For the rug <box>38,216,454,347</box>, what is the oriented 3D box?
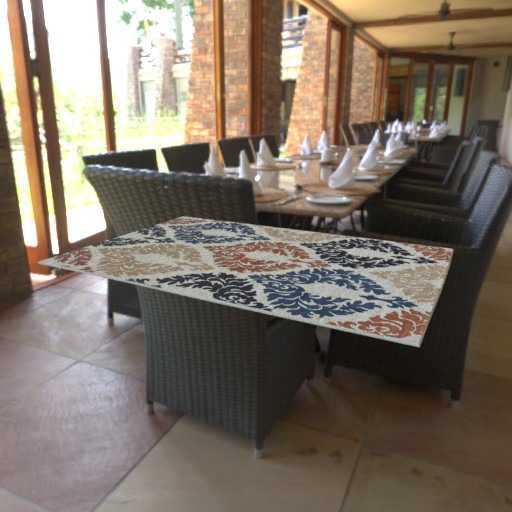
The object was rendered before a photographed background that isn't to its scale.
[{"bbox_3d":[0.000,0.000,2.888,2.275,0.014,1.514,9,19,26],"label":"rug"}]
